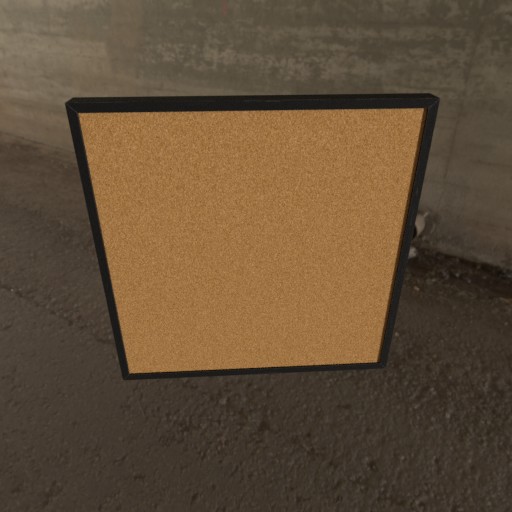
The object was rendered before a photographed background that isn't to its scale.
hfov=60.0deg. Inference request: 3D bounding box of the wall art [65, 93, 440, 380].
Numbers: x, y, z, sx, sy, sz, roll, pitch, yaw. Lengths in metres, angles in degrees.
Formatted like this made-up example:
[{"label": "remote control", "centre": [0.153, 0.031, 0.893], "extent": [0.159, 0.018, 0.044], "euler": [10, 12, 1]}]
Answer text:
[{"label": "wall art", "centre": [0.000, 0.000, 0.739], "extent": [0.506, 0.506, 0.036], "euler": [-2, 30, -3]}]
